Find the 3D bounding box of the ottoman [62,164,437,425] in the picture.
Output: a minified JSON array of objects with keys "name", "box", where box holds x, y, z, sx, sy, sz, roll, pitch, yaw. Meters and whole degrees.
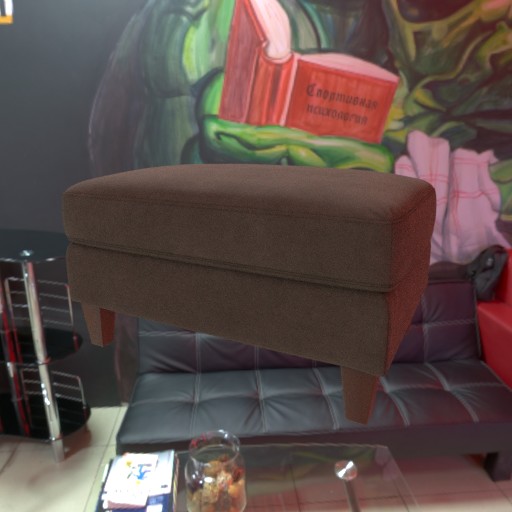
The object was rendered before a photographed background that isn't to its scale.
[{"name":"ottoman","box":[0.000,0.000,1.216,0.864,0.483,0.584,8,18,27]}]
